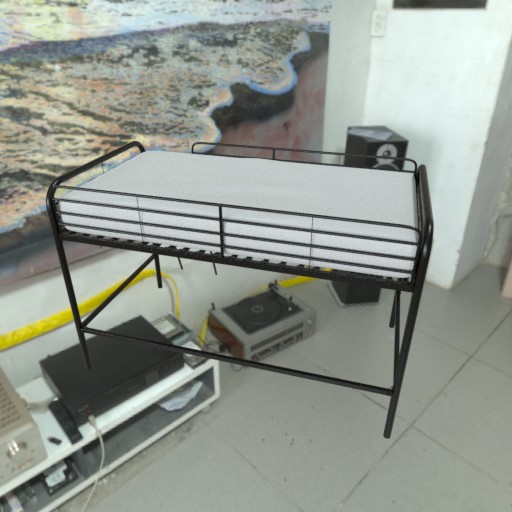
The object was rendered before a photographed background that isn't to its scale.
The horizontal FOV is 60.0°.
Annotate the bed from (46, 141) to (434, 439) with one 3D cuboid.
[{"bbox_3d":[0.000,0.000,2.976,1.968,1.289,1.393,8,30,14],"label":"bed"}]
